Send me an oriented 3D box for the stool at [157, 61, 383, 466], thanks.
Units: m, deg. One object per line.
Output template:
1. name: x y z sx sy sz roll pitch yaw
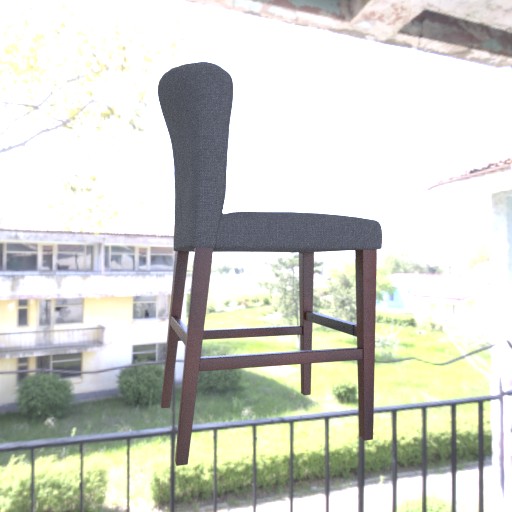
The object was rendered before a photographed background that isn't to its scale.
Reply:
1. stool: 0.000 0.000 1.303 0.568 0.968 0.479 0 -1 -17
